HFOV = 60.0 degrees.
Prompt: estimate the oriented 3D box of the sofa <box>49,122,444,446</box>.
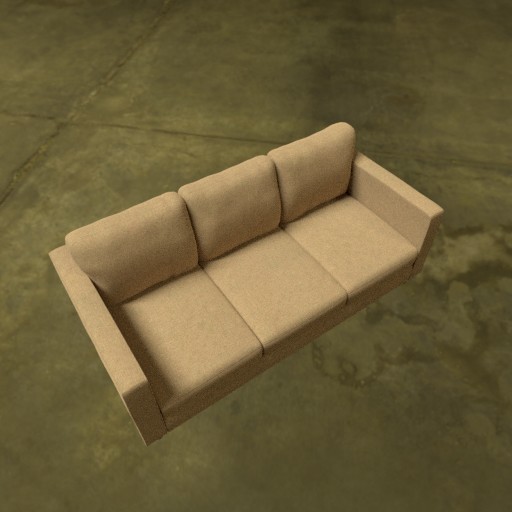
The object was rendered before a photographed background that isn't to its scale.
[{"bbox_3d":[0.000,0.000,2.408,1.855,0.800,0.930,-27,53,-23],"label":"sofa"}]
